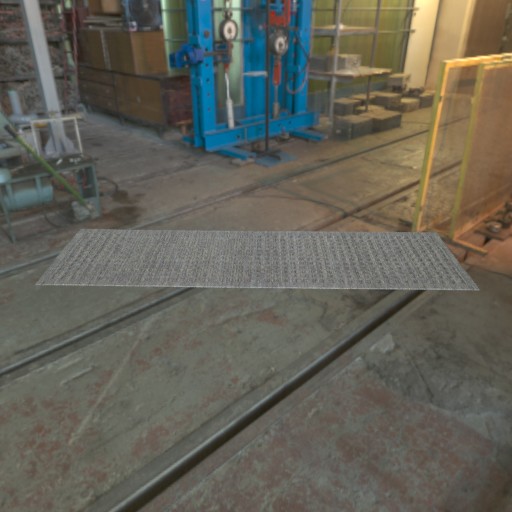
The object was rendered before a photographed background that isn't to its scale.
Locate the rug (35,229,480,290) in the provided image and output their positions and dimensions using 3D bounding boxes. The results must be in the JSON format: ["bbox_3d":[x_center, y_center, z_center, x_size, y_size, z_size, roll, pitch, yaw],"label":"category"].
[{"bbox_3d":[0.000,0.000,2.732,2.443,0.009,0.706,1,29,1],"label":"rug"}]
